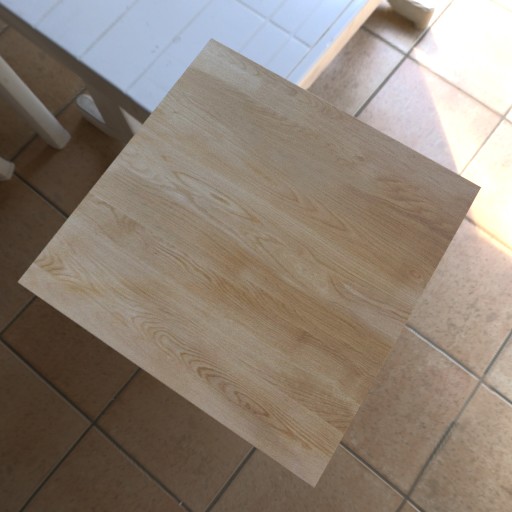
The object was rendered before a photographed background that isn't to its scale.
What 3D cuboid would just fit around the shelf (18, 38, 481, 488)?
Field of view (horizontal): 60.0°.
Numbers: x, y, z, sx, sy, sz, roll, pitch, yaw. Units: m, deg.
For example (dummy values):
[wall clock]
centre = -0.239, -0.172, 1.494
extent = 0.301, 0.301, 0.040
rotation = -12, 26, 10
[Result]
[shelf]
centre = 0.000, 0.000, 1.418
extent = 0.899, 0.480, 0.899
rotation = 32, 78, 8
